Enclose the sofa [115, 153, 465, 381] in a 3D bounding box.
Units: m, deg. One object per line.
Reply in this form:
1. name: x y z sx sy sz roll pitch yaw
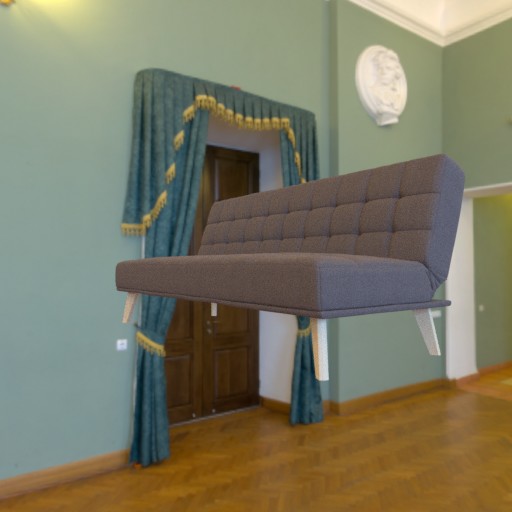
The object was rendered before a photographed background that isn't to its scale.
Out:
1. sofa: 0.000 0.000 2.297 0.860 0.810 1.800 1 -1 -37
